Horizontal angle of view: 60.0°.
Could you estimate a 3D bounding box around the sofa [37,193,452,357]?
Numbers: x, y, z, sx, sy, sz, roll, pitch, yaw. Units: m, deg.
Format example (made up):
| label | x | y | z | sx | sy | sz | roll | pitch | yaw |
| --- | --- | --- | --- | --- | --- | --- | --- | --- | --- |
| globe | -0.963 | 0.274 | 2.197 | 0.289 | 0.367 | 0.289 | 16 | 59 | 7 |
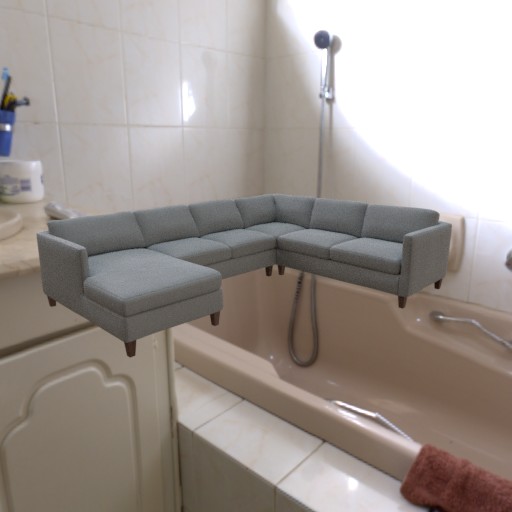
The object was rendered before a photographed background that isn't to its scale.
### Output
| label | x | y | z | sx | sy | sz | roll | pitch | yaw |
| --- | --- | --- | --- | --- | --- | --- | --- | --- | --- |
| sofa | 0.000 | 0.000 | 4.355 | 2.551 | 0.853 | 3.238 | 14 | 20 | 43 |
